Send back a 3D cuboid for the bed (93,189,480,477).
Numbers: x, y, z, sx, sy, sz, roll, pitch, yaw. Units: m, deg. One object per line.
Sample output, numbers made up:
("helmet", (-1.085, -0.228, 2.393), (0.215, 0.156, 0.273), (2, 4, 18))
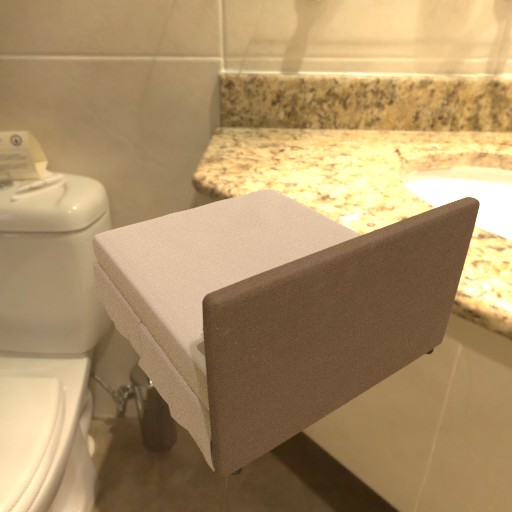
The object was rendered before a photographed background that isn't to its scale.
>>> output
("bed", (0.000, 0.000, 3.541), (2.119, 1.317, 2.341), (-19, 35, -29))
